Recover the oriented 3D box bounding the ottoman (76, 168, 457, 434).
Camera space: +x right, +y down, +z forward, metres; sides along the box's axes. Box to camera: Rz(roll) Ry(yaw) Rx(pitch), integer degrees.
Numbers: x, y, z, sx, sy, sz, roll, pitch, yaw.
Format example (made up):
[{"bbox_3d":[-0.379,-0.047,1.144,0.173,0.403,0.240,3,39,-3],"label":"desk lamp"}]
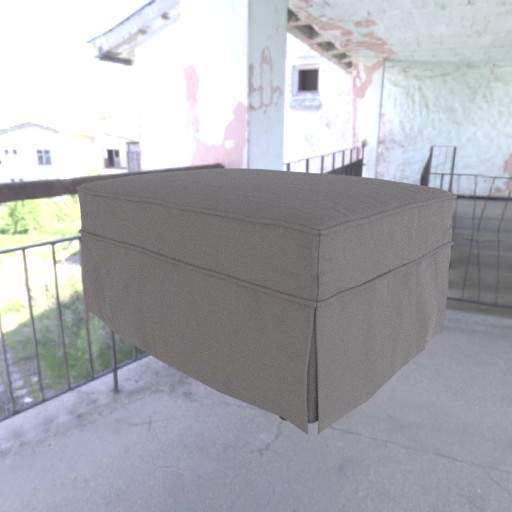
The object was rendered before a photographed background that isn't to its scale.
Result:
[{"bbox_3d":[0.000,0.000,1.304,0.944,0.479,0.703,14,21,41],"label":"ottoman"}]
